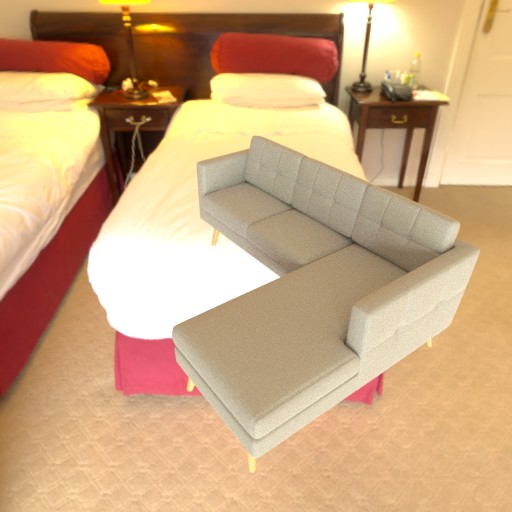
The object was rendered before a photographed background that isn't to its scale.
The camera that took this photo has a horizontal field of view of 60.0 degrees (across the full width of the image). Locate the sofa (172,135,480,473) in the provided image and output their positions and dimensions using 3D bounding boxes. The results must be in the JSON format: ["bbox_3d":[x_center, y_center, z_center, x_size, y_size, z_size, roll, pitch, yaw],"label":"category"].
[{"bbox_3d":[0.000,0.000,2.818,1.530,0.860,2.040,-22,39,-30],"label":"sofa"}]
